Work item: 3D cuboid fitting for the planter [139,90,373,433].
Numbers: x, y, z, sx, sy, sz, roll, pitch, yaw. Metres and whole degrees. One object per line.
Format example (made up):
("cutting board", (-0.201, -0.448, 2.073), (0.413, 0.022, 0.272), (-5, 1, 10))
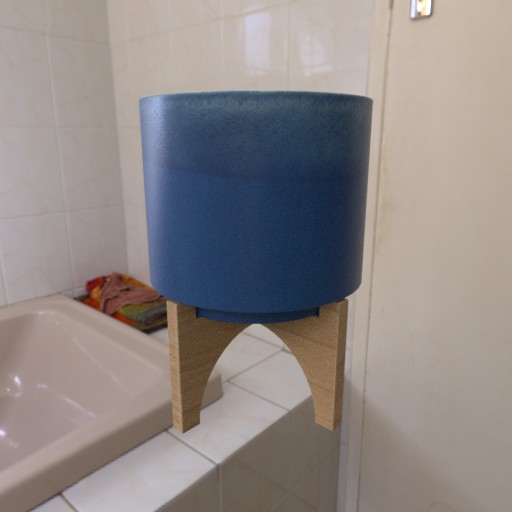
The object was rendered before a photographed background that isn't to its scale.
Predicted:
("planter", (0.000, 0.000, 0.556), (0.261, 0.367, 0.261), (0, 15, 0))
